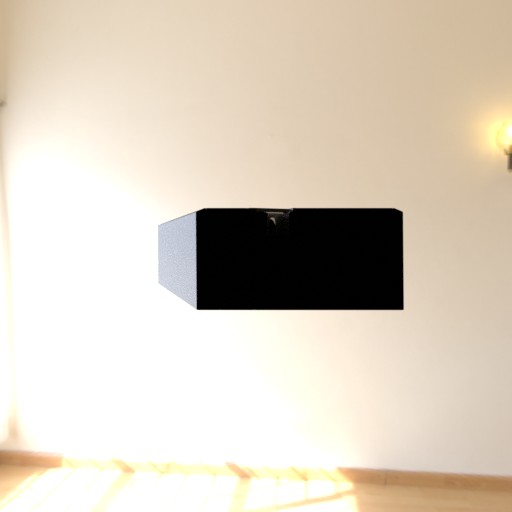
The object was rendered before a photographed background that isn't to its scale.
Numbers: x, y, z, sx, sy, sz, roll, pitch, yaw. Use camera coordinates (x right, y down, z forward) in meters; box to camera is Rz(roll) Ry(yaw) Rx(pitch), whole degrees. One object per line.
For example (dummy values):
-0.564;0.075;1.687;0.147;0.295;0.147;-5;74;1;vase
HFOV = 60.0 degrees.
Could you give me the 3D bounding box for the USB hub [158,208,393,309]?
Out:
0.000;0.000;0.129;0.044;0.023;0.110;0;1;-19;USB hub
